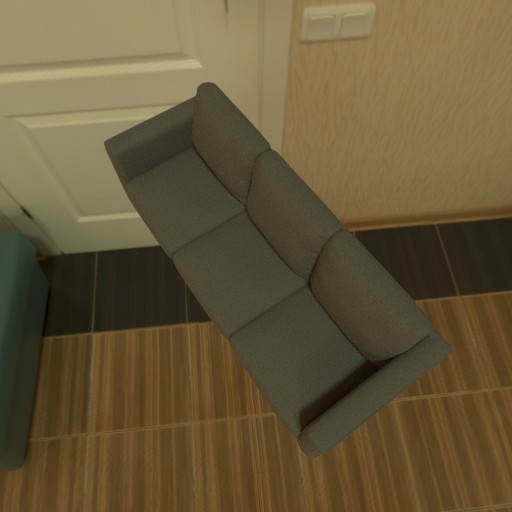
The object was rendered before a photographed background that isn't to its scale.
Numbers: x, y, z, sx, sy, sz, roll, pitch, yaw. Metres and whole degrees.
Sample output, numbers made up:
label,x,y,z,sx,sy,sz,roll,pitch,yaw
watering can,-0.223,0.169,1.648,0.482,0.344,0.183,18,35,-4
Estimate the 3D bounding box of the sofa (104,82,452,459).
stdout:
label,x,y,z,sx,sy,sz,roll,pitch,yaw
sofa,0.000,0.000,2.499,0.802,0.912,2.029,-32,68,-15
